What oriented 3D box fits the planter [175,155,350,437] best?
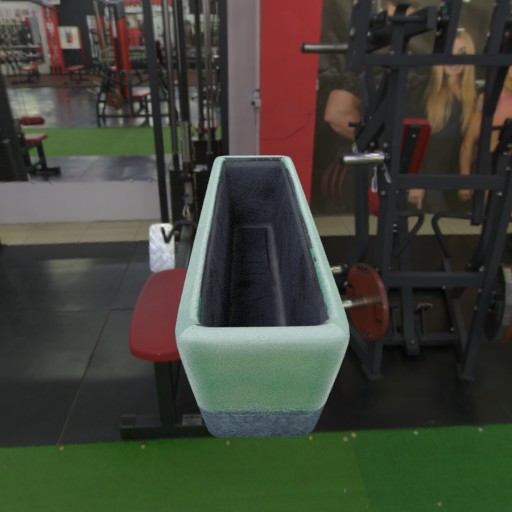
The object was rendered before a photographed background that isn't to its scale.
[{"bbox_3d":[0.000,0.000,0.309,0.072,0.072,0.275,-1,27,-1],"label":"planter"}]
